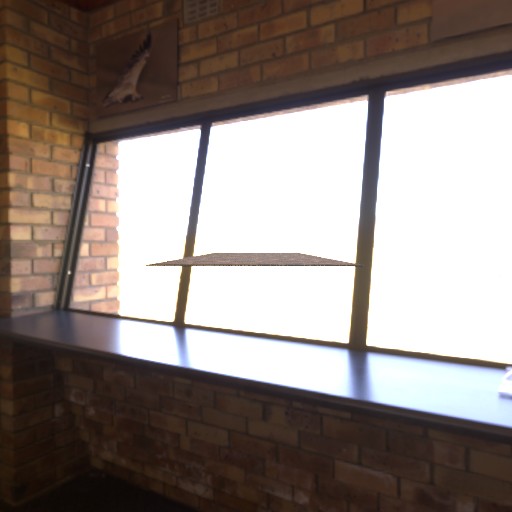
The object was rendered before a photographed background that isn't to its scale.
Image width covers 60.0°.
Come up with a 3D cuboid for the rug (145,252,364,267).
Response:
[{"bbox_3d":[0.000,0.000,2.509,0.684,0.009,2.275,0,2,0],"label":"rug"}]
